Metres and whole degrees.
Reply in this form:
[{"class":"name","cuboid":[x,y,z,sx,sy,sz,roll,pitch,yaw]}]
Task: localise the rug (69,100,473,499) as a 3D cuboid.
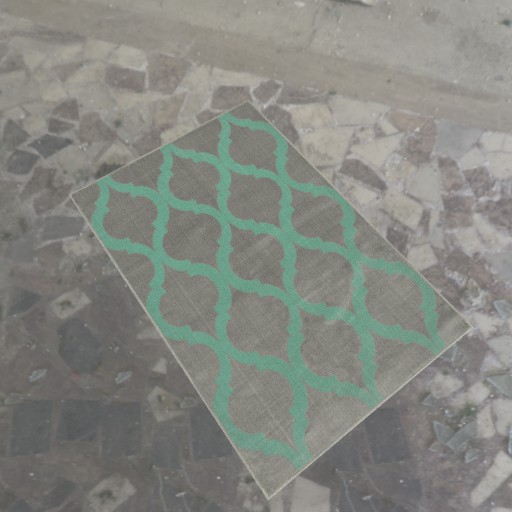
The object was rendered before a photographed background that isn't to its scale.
[{"class":"rug","cuboid":[0.000,0.000,2.845,1.524,0.006,2.286,-33,68,-16]}]
